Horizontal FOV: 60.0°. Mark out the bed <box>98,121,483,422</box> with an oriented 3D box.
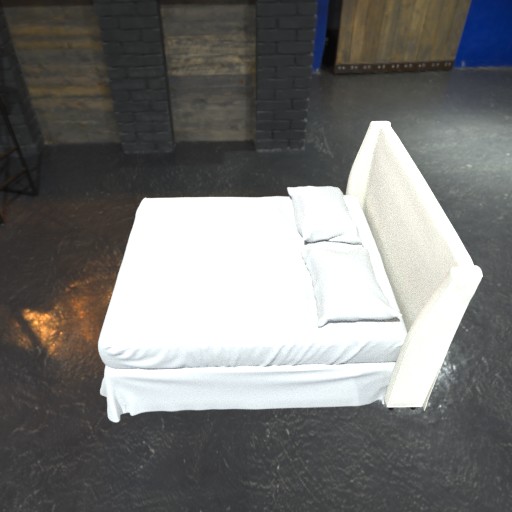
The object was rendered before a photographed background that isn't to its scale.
[{"bbox_3d":[0.000,0.000,3.350,2.276,1.332,1.925,-1,40,-1],"label":"bed"}]
